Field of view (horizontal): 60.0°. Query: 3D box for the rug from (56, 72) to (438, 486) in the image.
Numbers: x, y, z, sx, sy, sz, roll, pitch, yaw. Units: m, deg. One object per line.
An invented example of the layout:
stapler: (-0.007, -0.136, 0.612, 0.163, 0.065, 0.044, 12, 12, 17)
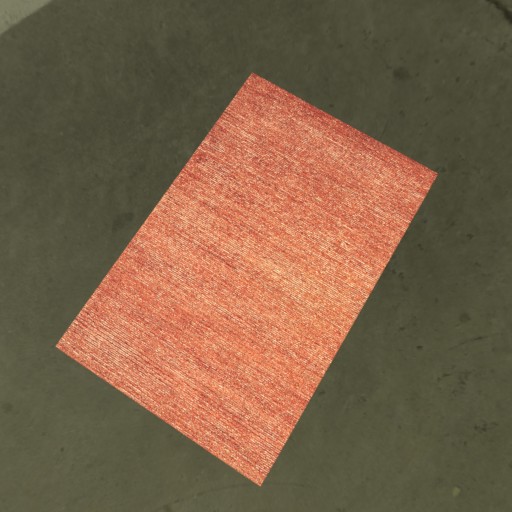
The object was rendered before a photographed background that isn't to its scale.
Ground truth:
rug: (0.000, 0.000, 2.193, 1.139, 0.011, 1.747, 31, 78, 7)
